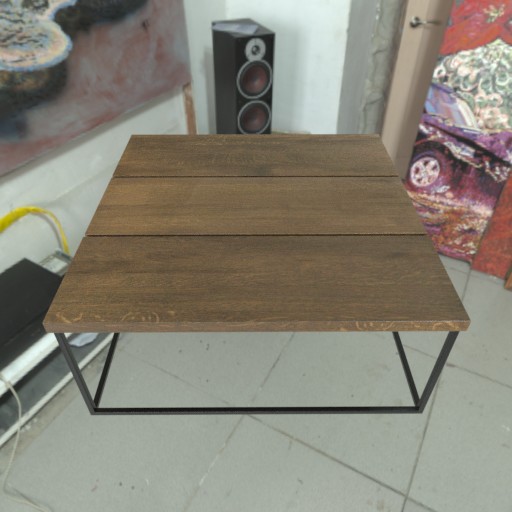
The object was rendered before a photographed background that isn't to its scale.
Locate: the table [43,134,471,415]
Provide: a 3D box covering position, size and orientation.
[{"bbox_3d":[0.000,0.000,1.402,0.900,0.400,0.900,0,40,0],"label":"table"}]
